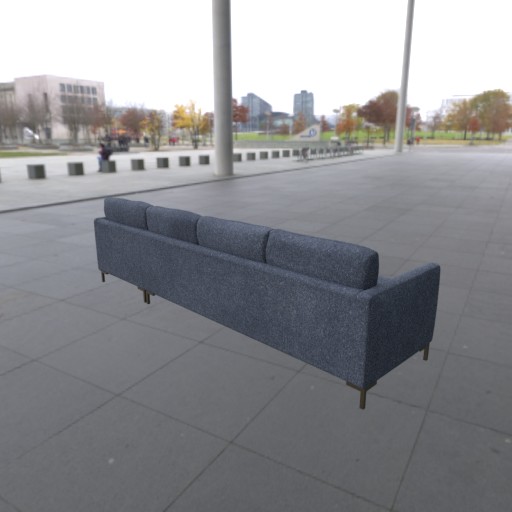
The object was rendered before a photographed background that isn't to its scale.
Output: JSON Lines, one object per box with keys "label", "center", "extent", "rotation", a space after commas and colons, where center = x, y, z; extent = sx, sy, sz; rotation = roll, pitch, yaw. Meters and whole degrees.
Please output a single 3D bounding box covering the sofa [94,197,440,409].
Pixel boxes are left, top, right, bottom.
{"label": "sofa", "center": [0.000, 0.000, 3.555], "extent": [1.350, 0.810, 2.932], "rotation": [-14, 21, -43]}
